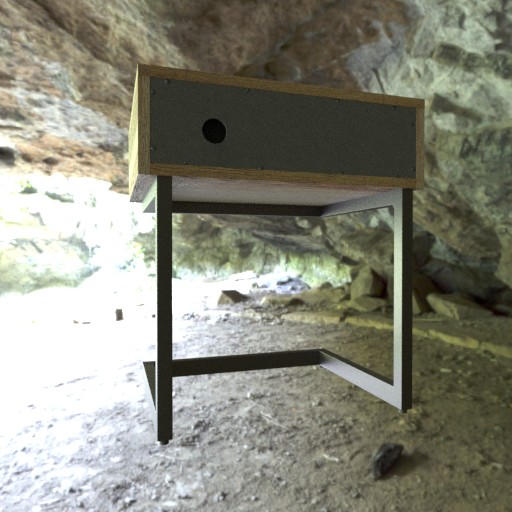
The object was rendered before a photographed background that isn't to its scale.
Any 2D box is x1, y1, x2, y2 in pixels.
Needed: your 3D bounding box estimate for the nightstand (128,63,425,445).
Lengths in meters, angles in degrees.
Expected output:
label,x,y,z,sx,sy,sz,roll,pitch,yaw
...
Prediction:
label,x,y,z,sx,sy,sz,roll,pitch,yaw
nightstand,0.000,0.000,1.034,0.558,0.632,0.481,0,1,-18
